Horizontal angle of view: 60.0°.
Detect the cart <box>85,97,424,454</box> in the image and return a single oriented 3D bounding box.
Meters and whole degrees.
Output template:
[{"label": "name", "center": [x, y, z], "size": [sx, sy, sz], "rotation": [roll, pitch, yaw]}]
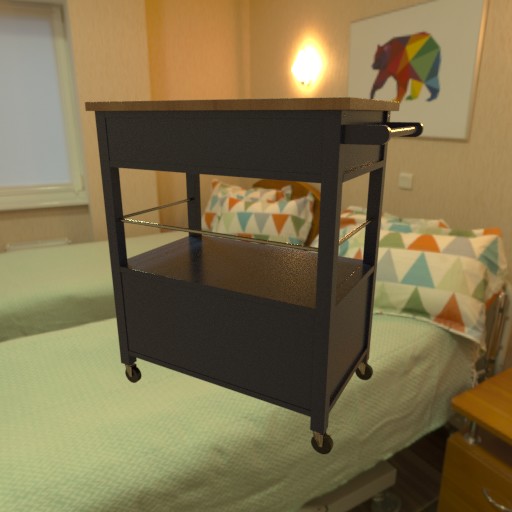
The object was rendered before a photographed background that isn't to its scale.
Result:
[{"label": "cart", "center": [0.000, 0.000, 1.371], "size": [0.840, 0.901, 0.459], "rotation": [10, 20, 28]}]
